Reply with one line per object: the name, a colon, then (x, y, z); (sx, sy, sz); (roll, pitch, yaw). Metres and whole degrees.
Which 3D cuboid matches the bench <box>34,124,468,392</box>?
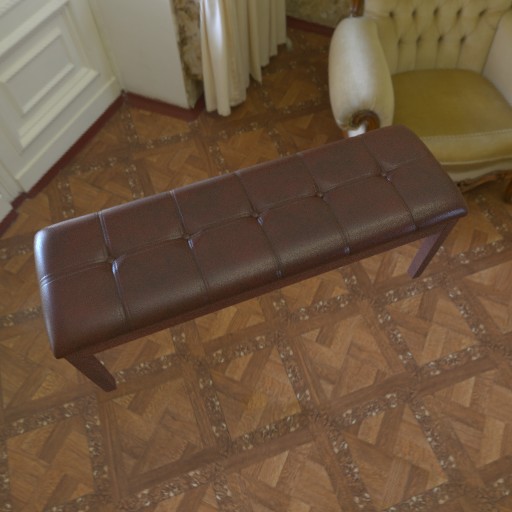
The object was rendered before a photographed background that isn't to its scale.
bench: (0.000, 0.000, 1.486); (1.259, 0.491, 0.401); (-19, 61, -11)
